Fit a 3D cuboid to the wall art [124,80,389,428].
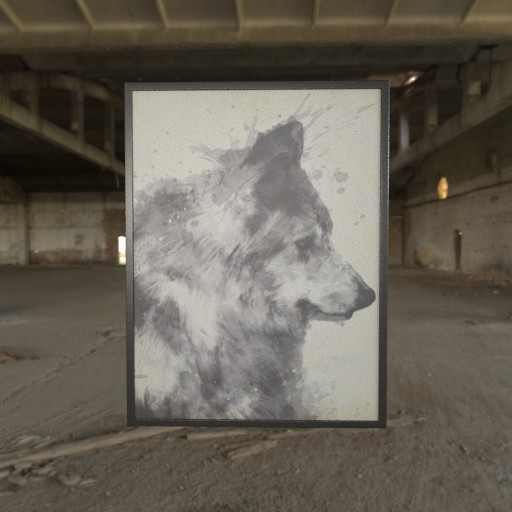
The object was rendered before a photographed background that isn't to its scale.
[{"bbox_3d":[0.000,0.000,1.377,0.804,1.061,0.039,0,2,1],"label":"wall art"}]
